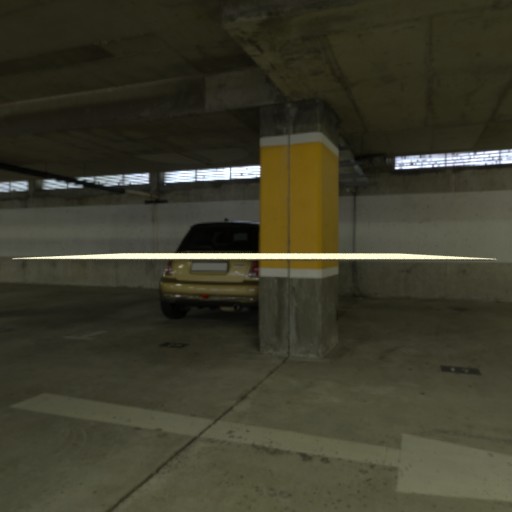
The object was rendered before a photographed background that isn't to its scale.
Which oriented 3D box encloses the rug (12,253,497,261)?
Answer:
[{"bbox_3d":[0.000,0.000,2.830,2.238,0.008,1.593,0,1,2],"label":"rug"}]
